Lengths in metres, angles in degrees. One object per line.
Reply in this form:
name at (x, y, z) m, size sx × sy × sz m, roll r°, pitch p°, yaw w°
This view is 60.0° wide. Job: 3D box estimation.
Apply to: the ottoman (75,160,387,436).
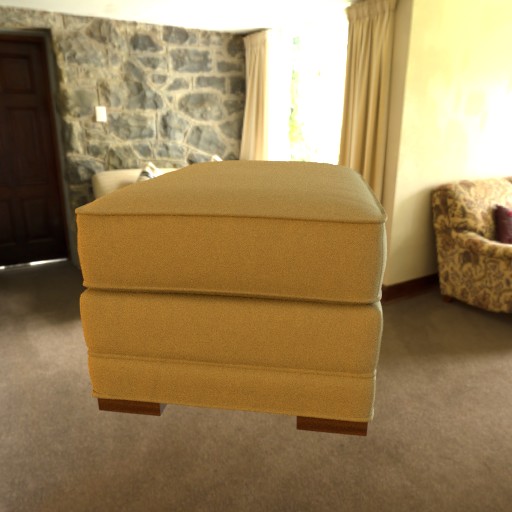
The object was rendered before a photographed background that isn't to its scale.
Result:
ottoman at (0.000, 0.000, 1.223) m, size 0.611 × 0.482 × 0.848 m, roll 2°, pitch 17°, yaw 8°
